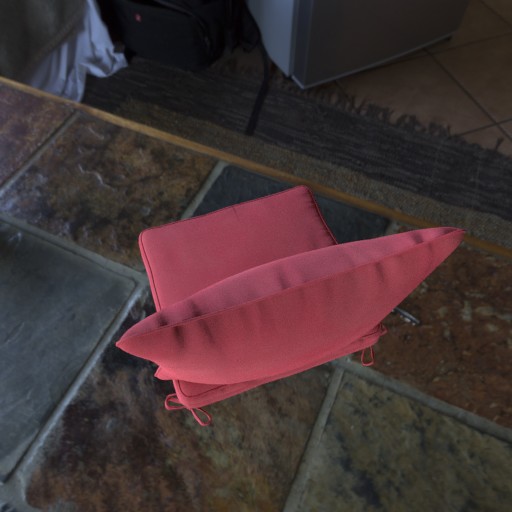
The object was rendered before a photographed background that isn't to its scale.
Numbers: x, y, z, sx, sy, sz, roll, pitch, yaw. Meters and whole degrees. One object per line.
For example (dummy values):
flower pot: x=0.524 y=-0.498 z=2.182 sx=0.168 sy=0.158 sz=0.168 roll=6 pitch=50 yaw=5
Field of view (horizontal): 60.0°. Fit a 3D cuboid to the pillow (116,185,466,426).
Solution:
pillow: x=0.000 y=0.000 z=1.330 sx=0.798 sy=0.725 sz=0.733 roll=-17 pitch=62 yaw=-10
